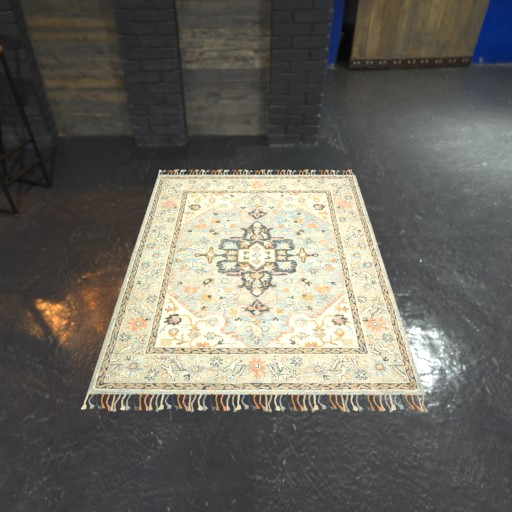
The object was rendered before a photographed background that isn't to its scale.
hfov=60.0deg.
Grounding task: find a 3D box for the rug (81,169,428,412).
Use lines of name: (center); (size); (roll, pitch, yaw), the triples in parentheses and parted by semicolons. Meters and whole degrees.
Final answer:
rug: (0.000, 0.000, 2.266); (1.278, 0.009, 1.730); (0, 41, 0)
